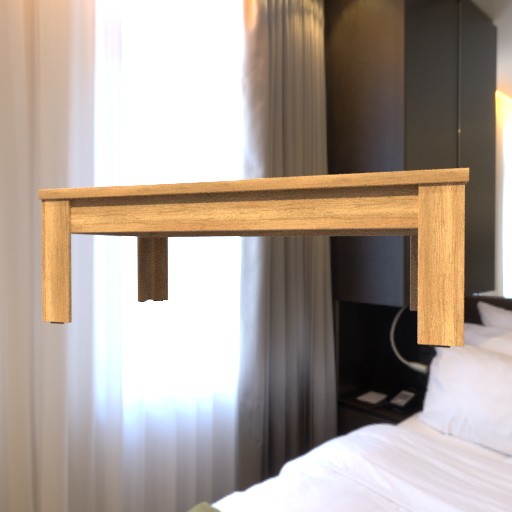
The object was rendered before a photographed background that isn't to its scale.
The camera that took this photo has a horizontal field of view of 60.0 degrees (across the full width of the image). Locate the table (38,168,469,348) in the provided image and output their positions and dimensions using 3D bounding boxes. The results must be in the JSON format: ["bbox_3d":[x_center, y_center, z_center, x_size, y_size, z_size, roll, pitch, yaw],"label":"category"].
[{"bbox_3d":[0.000,0.000,1.658,1.350,0.460,0.700,0,1,18],"label":"table"}]
